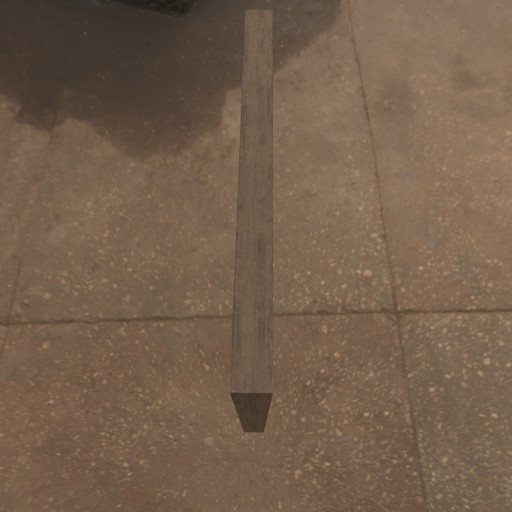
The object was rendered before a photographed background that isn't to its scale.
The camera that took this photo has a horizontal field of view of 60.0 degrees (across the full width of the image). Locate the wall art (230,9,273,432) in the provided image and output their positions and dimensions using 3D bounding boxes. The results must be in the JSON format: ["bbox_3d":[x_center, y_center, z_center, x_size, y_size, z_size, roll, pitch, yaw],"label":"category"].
[{"bbox_3d":[0.000,0.000,0.729,0.038,0.508,0.508,1,65,0],"label":"wall art"}]
